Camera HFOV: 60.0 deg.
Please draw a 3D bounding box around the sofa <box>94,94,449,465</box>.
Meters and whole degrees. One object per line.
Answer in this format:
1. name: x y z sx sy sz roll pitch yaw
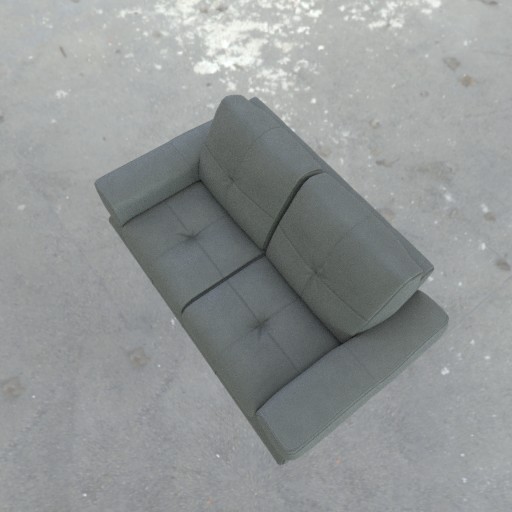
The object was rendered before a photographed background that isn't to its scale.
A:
1. sofa: 0.000 0.000 2.359 1.018 0.907 1.806 -33 67 -16
